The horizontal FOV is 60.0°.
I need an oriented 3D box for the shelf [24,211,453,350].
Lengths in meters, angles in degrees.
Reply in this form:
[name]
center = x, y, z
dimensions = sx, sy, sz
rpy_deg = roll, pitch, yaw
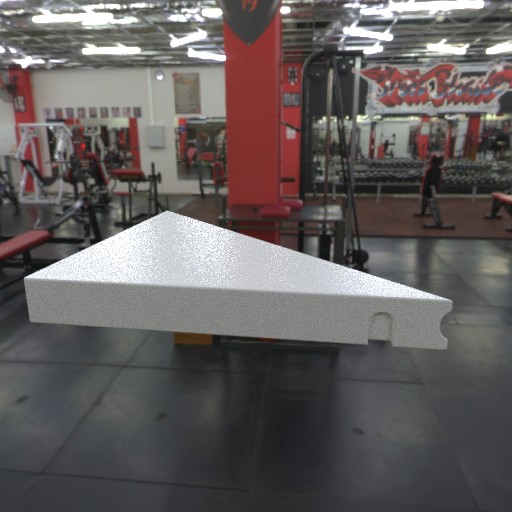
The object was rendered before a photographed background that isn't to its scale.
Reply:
[shelf]
center = 0.000, 0.000, 0.443
dimensions = 0.296, 0.035, 0.296
rpy_deg = 2, 16, 9
